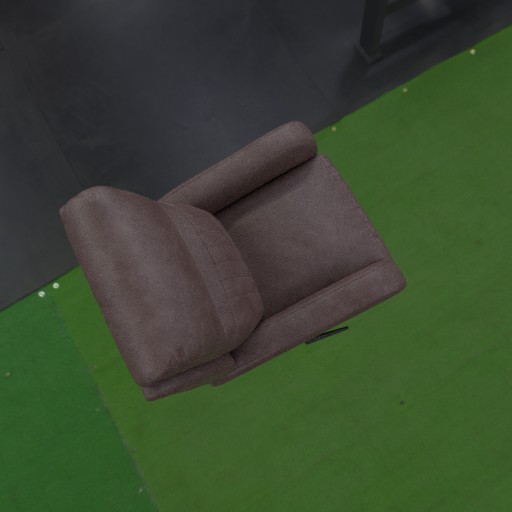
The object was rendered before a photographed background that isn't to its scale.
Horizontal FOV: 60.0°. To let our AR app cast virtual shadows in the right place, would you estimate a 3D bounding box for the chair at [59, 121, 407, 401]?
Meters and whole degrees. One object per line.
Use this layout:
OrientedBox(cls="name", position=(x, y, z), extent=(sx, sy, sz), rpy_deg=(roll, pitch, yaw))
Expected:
OrientedBox(cls="chair", position=(0.000, 0.000, 1.790), extent=(1.067, 1.067, 0.865), rpy_deg=(-28, 77, -7))
